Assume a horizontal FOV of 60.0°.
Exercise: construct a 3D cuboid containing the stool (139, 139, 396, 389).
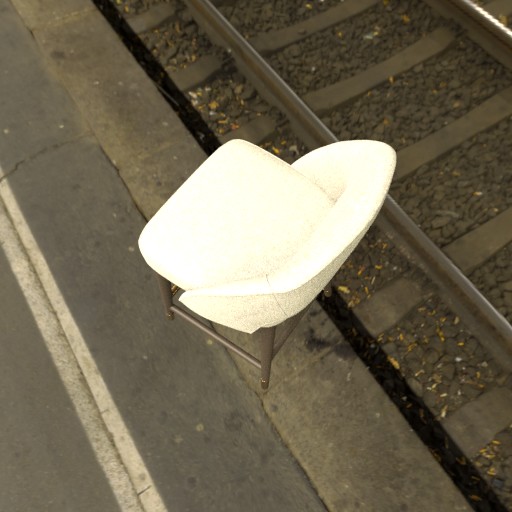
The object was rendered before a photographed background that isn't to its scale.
[{"bbox_3d":[0.000,0.000,1.264,0.509,0.940,0.494,33,69,15],"label":"stool"}]
